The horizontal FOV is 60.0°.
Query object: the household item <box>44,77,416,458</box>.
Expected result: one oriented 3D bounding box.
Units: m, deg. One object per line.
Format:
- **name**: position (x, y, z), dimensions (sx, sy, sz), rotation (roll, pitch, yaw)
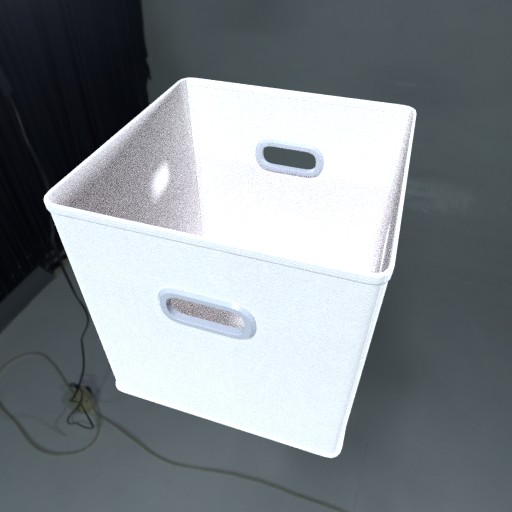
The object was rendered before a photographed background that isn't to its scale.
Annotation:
- **household item**: position (0.000, 0.000, 0.557), dimensions (0.305, 0.305, 0.305), rotation (13, 44, 13)
